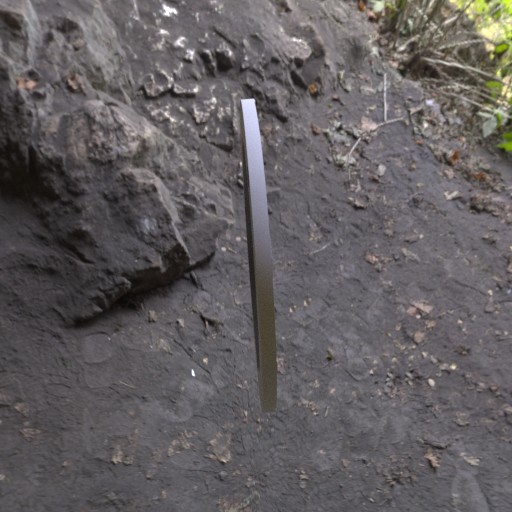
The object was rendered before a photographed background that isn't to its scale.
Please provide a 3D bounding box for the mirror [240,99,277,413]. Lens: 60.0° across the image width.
[{"bbox_3d":[0.000,0.000,1.368,0.038,0.914,0.914,-4,64,-2],"label":"mirror"}]
